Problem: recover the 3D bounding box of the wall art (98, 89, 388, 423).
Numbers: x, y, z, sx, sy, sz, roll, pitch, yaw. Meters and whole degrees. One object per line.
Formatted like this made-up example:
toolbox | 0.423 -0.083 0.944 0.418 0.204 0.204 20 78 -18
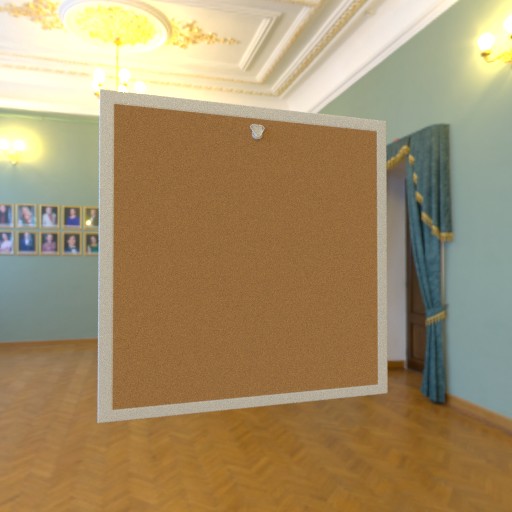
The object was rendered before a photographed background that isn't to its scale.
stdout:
wall art | 0.000 0.000 1.139 0.761 0.762 0.050 0 -1 -18
